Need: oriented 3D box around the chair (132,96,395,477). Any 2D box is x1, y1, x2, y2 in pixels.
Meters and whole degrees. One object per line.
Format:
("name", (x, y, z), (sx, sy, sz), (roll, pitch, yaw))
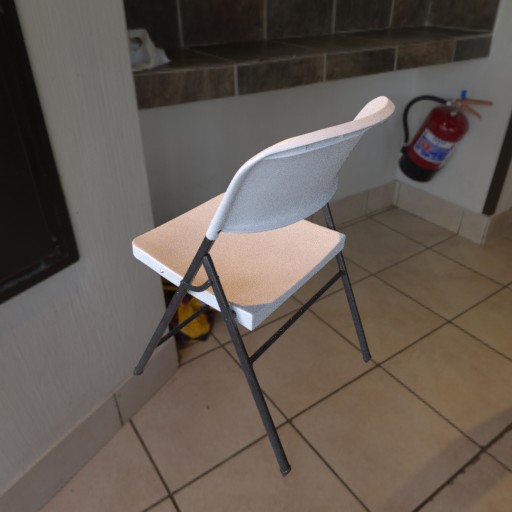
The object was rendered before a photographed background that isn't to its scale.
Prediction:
("chair", (0.000, 0.000, 1.147), (0.566, 0.810, 0.494), (22, 38, 30))
